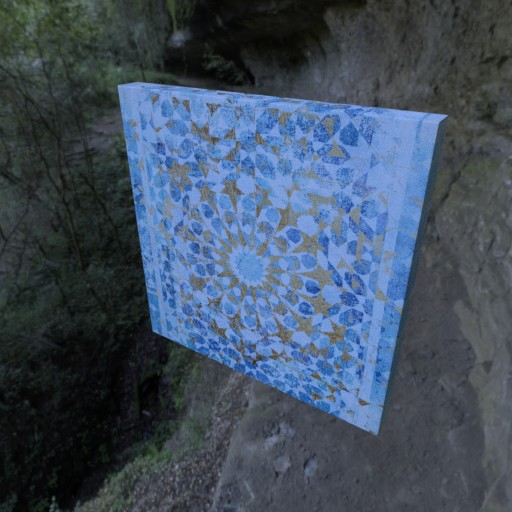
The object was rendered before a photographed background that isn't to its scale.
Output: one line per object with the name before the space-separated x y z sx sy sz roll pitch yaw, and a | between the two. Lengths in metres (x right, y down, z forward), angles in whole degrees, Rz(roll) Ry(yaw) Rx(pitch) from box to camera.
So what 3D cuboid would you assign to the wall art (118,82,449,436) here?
wall art | 0.000 0.000 0.594 0.405 0.405 0.037 17 33 28
